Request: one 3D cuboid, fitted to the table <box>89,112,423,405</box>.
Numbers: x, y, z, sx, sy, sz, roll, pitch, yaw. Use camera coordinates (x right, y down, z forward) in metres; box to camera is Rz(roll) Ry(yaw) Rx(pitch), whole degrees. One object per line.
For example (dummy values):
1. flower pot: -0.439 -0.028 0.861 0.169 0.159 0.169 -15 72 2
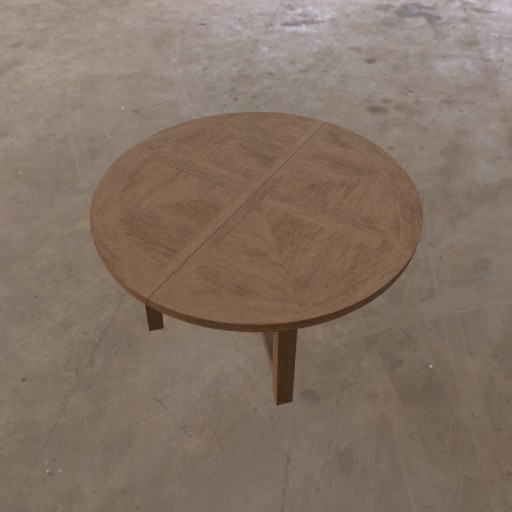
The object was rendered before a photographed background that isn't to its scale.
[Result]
1. table: 0.000 0.000 2.087 1.319 0.762 1.319 0 46 0
